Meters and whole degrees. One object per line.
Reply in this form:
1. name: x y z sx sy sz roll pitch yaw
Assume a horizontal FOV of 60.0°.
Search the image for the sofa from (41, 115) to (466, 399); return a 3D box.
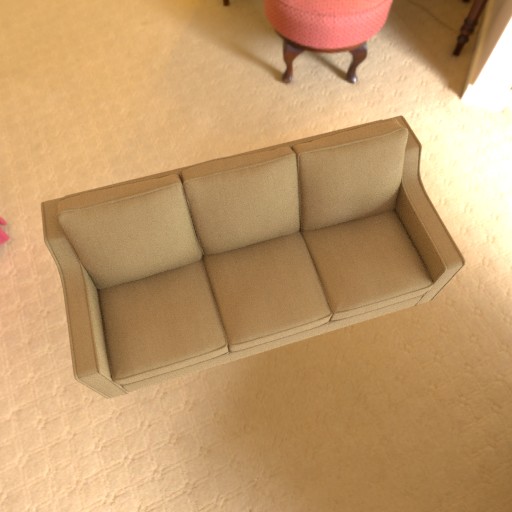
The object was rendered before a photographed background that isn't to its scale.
1. sofa: 0.000 0.000 2.460 1.986 0.974 0.911 -15 64 -8
